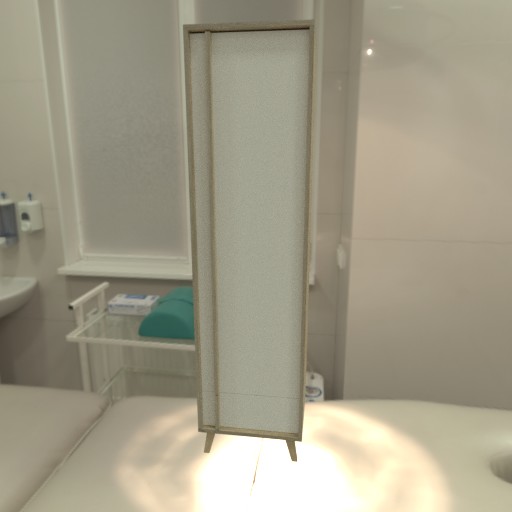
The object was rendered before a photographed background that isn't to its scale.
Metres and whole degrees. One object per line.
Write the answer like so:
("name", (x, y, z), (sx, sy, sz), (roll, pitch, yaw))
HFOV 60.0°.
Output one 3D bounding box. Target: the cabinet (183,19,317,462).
("cabinet", (0.000, 0.000, 2.153), (0.510, 1.960, 0.450), (2, 15, 8))
